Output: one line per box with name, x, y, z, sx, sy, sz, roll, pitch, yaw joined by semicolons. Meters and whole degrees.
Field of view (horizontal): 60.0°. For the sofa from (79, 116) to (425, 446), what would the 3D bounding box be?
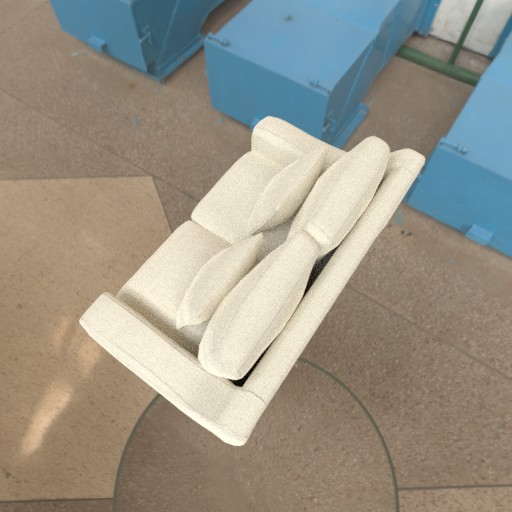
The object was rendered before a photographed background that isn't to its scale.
sofa;0.000;0.000;2.456;1.040;1.047;1.744;31;67;15
